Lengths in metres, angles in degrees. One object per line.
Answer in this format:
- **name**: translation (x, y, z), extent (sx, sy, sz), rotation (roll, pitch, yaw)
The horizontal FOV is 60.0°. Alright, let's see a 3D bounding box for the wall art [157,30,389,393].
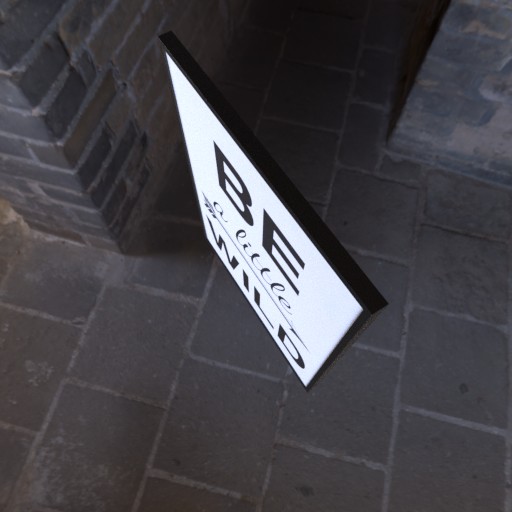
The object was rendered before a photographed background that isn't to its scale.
- **wall art**: translation (0.000, 0.000, 1.395), extent (0.038, 1.062, 0.806), rotation (-30, 69, -13)
